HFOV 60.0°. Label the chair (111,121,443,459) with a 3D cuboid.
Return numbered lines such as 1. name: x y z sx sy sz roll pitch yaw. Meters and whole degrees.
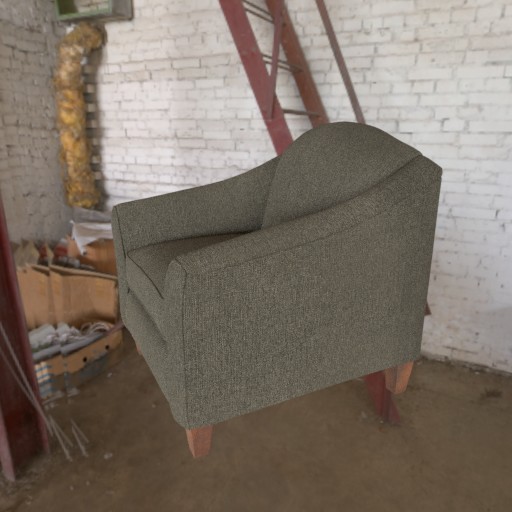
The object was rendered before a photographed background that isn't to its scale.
1. chair: 0.000 0.000 1.446 0.787 0.839 0.763 -9 19 -26
